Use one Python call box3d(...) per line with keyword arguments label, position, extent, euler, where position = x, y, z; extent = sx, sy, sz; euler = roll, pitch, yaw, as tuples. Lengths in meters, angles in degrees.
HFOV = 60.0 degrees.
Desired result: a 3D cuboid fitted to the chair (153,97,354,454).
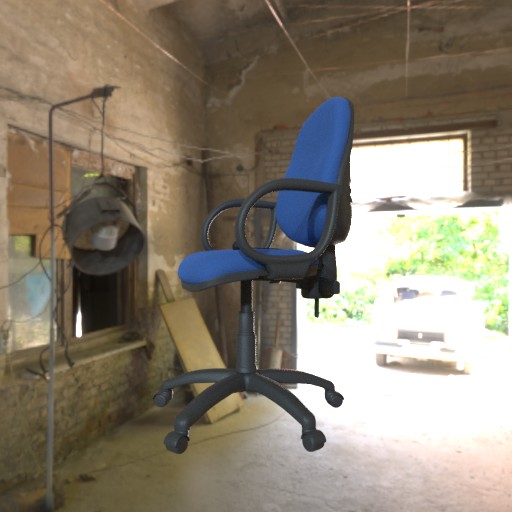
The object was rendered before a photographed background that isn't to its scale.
box3d(label="chair", position=(0.000, 0.000, 1.253), extent=(0.549, 0.905, 0.552), euler=(0, 1, -18))
